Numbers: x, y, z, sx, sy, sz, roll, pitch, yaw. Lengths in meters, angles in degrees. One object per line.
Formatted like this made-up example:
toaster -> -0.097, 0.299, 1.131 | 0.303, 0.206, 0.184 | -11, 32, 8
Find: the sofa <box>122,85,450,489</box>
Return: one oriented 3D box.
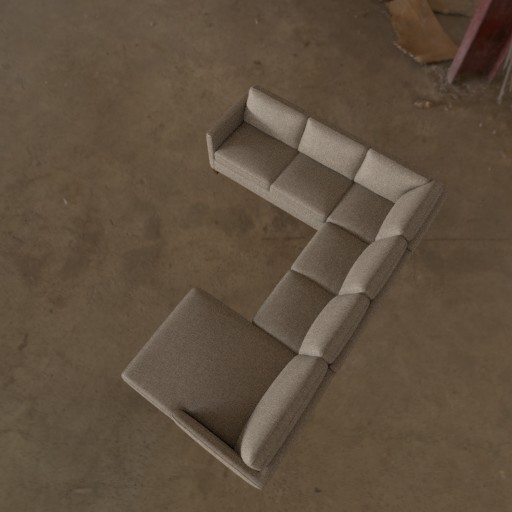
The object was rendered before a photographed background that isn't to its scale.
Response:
sofa -> 0.000, 0.000, 4.474 | 2.551, 0.889, 3.403 | 33, 68, 15
